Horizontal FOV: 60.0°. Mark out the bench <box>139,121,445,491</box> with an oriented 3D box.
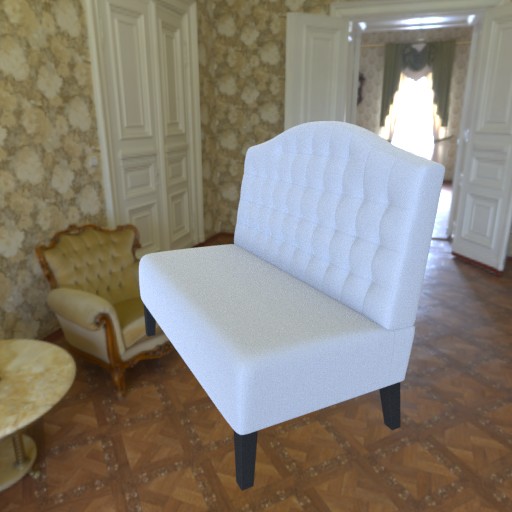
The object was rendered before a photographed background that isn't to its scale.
[{"bbox_3d":[0.000,0.000,2.023,0.815,1.180,1.335,-8,19,-26],"label":"bench"}]
